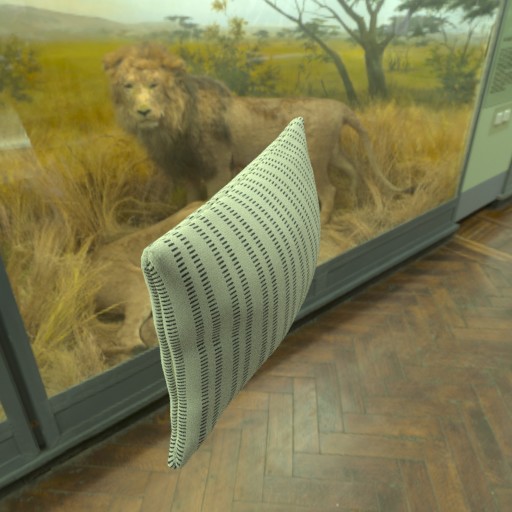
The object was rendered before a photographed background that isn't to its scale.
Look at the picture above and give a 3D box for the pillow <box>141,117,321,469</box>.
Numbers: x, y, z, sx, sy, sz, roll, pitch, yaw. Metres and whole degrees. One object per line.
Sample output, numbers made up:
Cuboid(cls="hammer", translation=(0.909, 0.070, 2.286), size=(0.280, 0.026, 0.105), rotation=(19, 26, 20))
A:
Cuboid(cls="pillow", translation=(0.000, 0.000, 0.788), size=(0.210, 0.353, 0.640), rotation=(10, 31, 16))
